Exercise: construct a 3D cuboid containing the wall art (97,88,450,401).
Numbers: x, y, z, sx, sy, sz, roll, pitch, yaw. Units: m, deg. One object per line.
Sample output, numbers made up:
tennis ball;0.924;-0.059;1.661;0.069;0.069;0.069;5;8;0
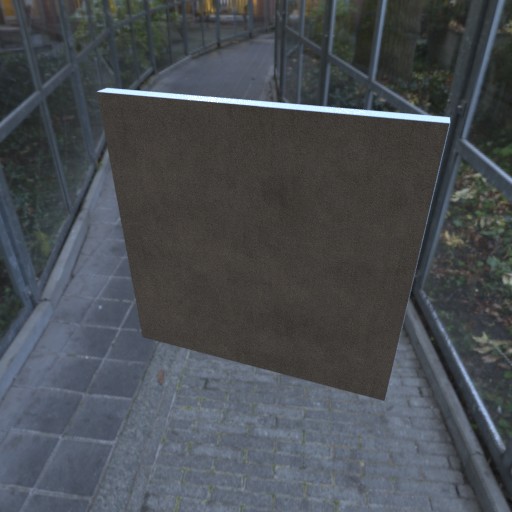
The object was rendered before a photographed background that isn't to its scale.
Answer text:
wall art;0.000;0.000;0.676;0.455;0.453;0.023;11;34;16
